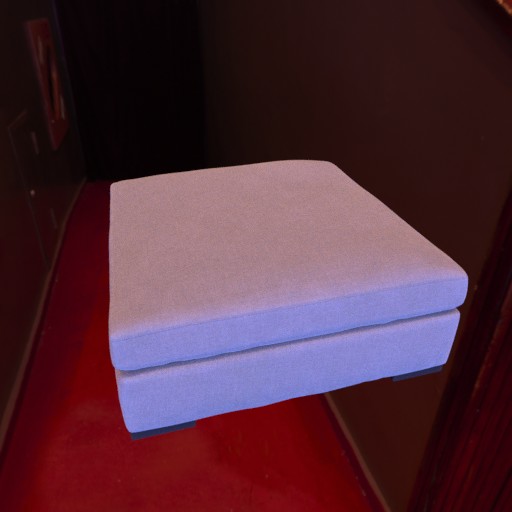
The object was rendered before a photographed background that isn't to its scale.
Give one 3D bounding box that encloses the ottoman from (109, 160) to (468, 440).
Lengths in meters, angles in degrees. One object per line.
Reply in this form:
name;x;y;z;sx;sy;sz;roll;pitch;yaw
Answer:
ottoman;0.000;0.000;1.856;1.171;0.517;1.203;-8;32;-13
